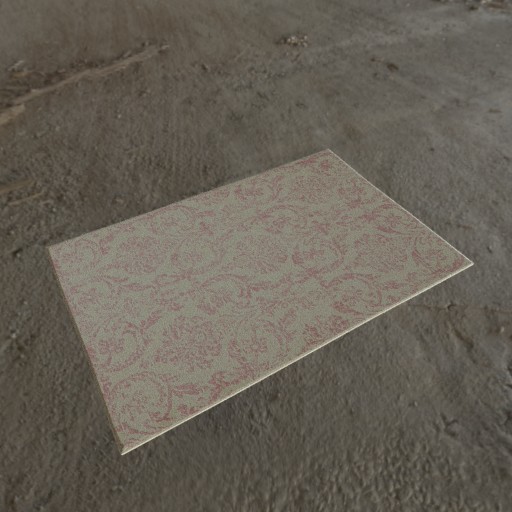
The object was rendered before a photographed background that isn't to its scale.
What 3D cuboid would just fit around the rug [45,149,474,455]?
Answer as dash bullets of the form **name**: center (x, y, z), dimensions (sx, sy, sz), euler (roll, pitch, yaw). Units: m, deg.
- **rug**: center (0.000, 0.000, 3.395), dimensions (2.746, 0.018, 1.819), euler (-23, 50, -21)
